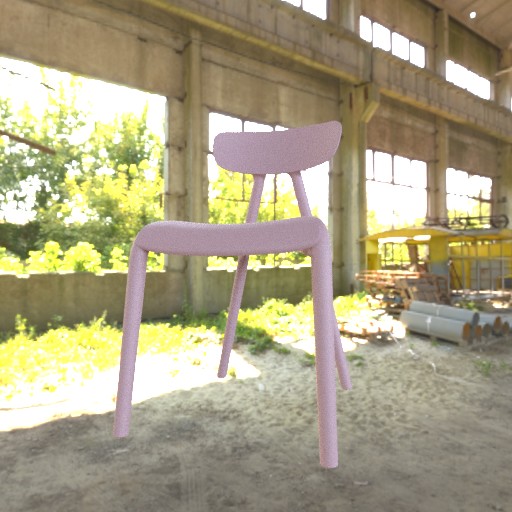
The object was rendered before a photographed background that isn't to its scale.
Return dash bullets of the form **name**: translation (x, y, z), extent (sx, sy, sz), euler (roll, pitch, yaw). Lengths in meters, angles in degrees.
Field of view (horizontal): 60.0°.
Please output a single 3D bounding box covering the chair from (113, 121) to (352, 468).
- **chair**: translation (0.000, 0.000, 0.840), extent (0.356, 0.580, 0.401), euler (0, -1, 18)
